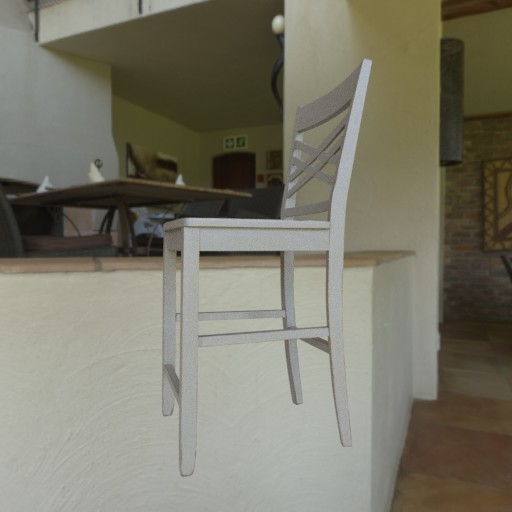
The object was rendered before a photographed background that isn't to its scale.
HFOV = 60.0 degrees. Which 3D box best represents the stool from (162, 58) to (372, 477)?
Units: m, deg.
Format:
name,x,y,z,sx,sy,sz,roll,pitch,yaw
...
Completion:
name,x,y,z,sx,sy,sz,roll,pitch,yaw
stool,0.000,0.000,1.355,0.539,1.079,0.462,0,2,-18
